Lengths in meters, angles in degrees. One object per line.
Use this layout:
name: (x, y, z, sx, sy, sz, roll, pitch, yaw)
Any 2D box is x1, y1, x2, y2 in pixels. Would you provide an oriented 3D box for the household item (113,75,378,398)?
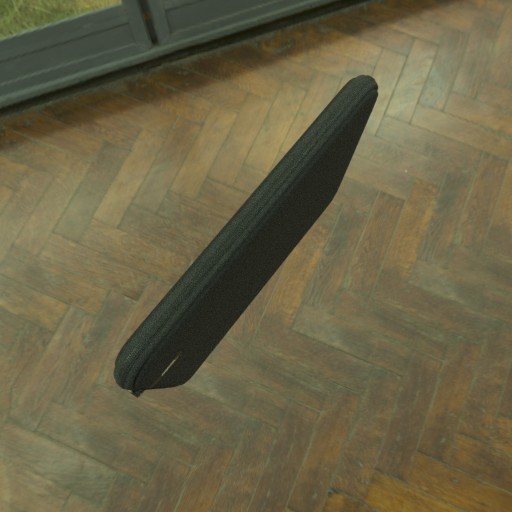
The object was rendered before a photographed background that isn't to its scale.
household item: (0.000, 0.000, 0.530, 0.030, 0.305, 0.396, 37, 78, 10)
